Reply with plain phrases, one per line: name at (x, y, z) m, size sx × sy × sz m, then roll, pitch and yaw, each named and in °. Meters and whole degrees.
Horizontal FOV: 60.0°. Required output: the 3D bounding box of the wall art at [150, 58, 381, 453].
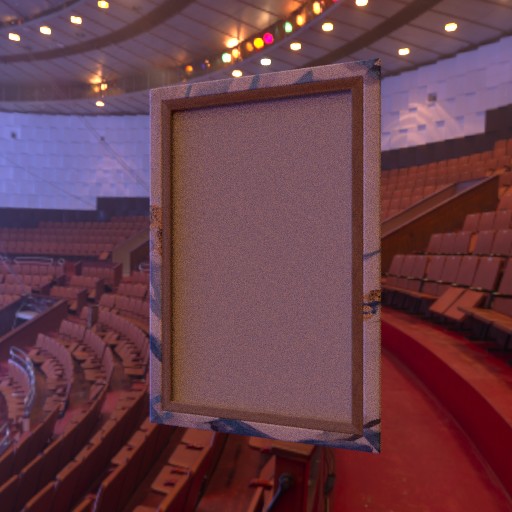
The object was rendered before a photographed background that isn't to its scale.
wall art at (0.000, 0.000, 1.123) m, size 0.610 × 0.914 × 0.016 m, roll 0°, pitch 0°, yaw 18°
